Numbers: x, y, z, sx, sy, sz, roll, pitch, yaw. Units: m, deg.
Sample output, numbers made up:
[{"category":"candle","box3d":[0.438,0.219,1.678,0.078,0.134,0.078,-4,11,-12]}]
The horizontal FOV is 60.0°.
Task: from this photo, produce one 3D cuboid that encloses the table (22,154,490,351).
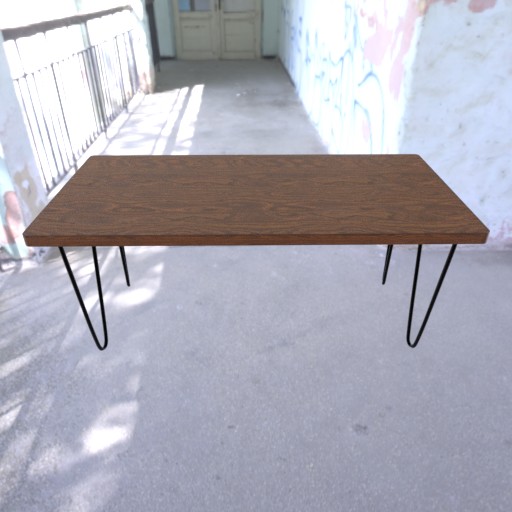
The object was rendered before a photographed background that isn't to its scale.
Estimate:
[{"category":"table","box3d":[0.000,0.000,2.253,1.791,0.753,0.883,0,32,-1]}]
